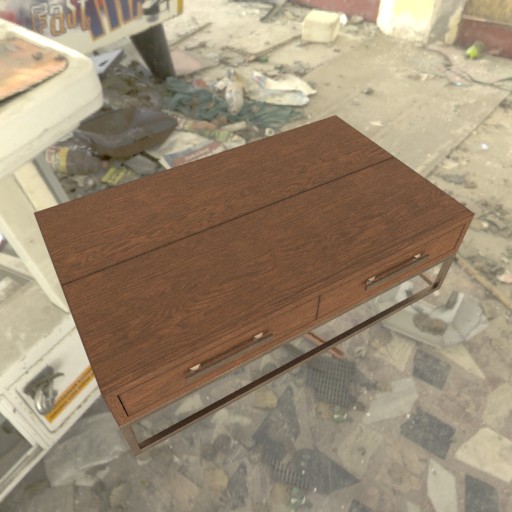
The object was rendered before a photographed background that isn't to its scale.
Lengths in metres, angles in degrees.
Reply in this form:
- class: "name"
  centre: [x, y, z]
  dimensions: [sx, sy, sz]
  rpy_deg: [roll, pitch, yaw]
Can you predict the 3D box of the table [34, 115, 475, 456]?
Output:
- class: "table"
  centre: [0.000, 0.000, 1.486]
  dimensions: [1.167, 0.361, 0.719]
  rpy_deg: [-23, 51, -21]
